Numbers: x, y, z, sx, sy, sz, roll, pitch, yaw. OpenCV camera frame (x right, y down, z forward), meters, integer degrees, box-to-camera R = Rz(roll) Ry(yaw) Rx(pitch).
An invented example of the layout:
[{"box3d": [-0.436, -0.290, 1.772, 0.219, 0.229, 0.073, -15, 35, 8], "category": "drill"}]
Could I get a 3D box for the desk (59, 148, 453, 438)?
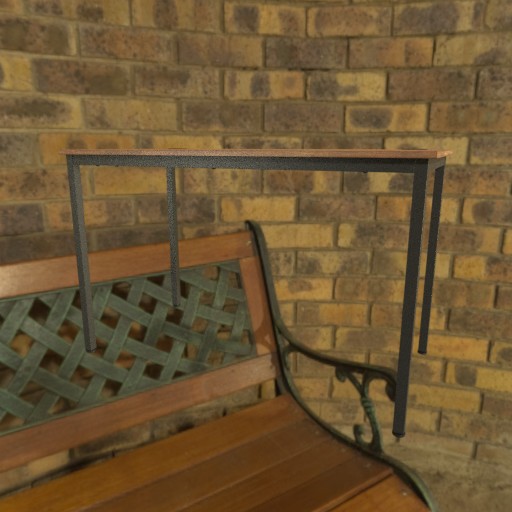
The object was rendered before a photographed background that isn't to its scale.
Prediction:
[{"box3d": [0.000, 0.000, 1.595, 1.200, 0.749, 0.600, 7, 15, 26], "category": "desk"}]
